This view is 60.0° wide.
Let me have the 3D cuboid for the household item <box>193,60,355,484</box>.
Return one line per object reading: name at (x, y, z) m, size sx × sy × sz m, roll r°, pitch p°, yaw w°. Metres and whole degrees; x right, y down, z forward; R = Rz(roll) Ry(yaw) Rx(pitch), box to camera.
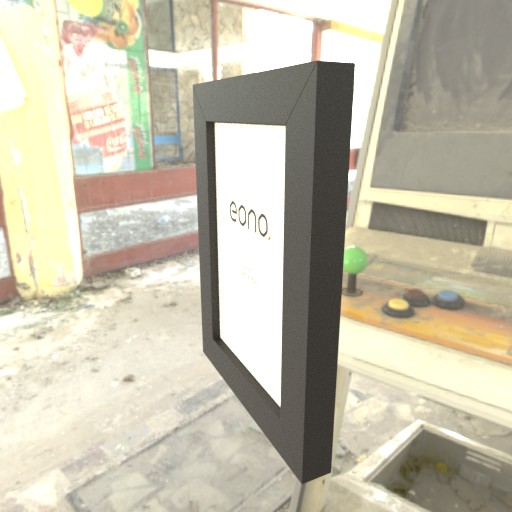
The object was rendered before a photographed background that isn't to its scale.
household item at (0.000, 0.000, 0.235) m, size 0.022 × 0.178 × 0.133 m, roll -8°, pitch 19°, yaw -25°
